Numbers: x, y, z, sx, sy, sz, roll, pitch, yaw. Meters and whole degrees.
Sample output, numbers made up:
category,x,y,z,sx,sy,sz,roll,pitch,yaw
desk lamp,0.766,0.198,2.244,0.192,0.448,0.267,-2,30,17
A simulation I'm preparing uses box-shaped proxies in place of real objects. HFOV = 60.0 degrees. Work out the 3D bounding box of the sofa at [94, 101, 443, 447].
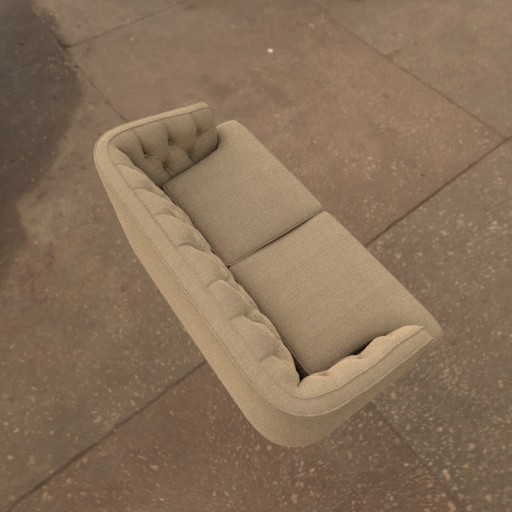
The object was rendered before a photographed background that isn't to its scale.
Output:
category,x,y,z,sx,sy,sz,roll,pitch,yaw
sofa,0.000,0.000,2.255,0.941,0.855,1.733,-32,64,-17
